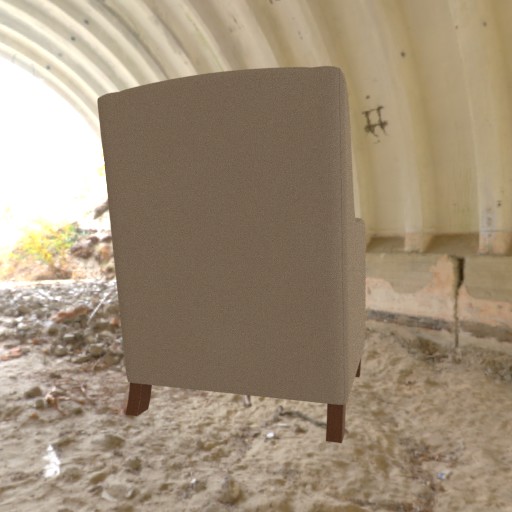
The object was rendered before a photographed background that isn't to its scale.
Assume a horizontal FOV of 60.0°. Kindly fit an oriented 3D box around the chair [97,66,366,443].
[{"bbox_3d":[0.000,0.000,1.592,0.715,1.010,0.863,0,1,18],"label":"chair"}]
